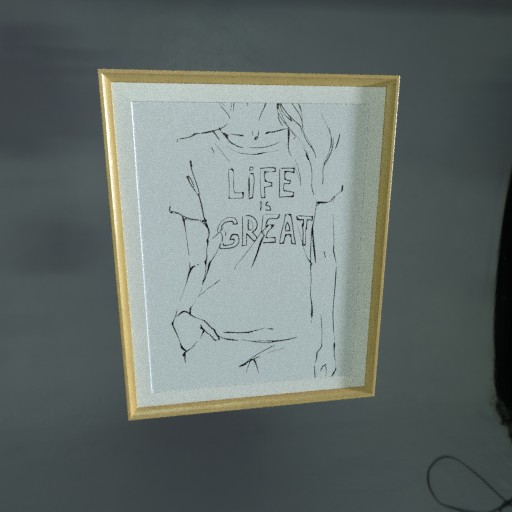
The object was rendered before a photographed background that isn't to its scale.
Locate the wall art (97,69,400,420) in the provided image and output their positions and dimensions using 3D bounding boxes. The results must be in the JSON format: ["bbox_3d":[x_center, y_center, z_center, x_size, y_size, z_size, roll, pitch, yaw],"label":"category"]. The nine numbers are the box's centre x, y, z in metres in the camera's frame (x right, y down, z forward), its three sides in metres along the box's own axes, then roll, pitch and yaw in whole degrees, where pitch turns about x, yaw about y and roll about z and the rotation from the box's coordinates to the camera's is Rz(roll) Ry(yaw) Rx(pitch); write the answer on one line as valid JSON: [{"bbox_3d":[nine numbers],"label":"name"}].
[{"bbox_3d":[0.000,0.000,1.303,0.798,1.002,0.030,-3,16,-9],"label":"wall art"}]
